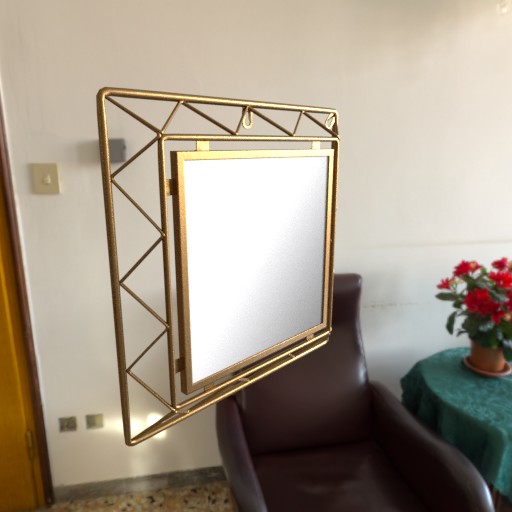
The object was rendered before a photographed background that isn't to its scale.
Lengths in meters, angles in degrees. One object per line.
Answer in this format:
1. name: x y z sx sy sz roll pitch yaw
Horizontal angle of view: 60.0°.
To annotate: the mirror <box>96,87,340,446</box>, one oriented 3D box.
1. mirror: 0.000 0.000 0.617 0.046 0.414 0.416 13 19 43
